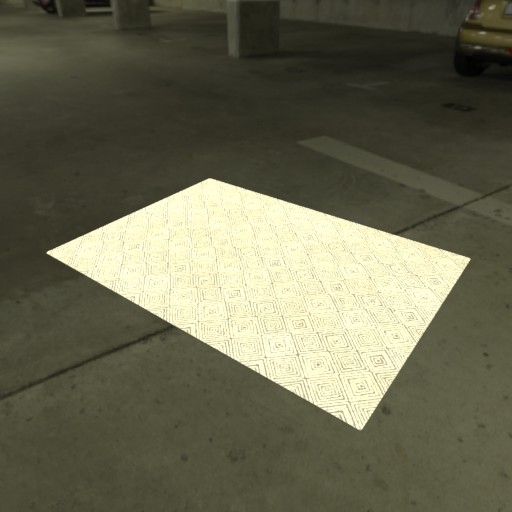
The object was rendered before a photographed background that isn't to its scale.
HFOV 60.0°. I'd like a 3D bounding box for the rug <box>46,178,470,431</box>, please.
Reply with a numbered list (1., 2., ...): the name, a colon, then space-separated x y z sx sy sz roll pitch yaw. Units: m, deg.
1. rug: 0.000 0.000 2.865 2.238 0.008 1.593 22 38 31
